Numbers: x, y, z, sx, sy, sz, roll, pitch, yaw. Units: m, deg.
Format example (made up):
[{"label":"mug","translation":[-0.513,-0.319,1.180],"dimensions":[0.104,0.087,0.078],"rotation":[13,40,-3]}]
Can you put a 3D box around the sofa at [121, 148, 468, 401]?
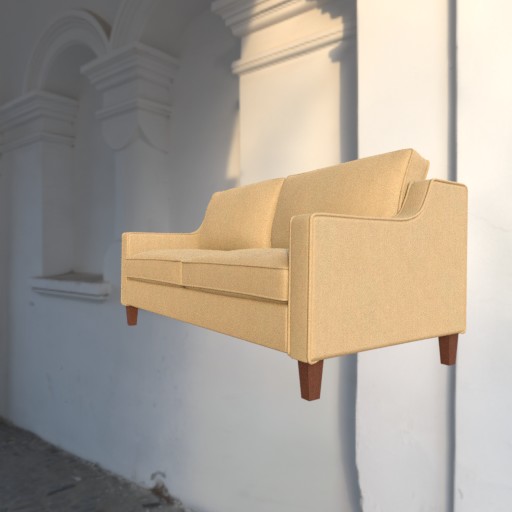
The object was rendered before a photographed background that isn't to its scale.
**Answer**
[{"label":"sofa","translation":[0.000,0.000,2.796],"dimensions":[1.066,1.071,2.178],"rotation":[0,1,-35]}]
